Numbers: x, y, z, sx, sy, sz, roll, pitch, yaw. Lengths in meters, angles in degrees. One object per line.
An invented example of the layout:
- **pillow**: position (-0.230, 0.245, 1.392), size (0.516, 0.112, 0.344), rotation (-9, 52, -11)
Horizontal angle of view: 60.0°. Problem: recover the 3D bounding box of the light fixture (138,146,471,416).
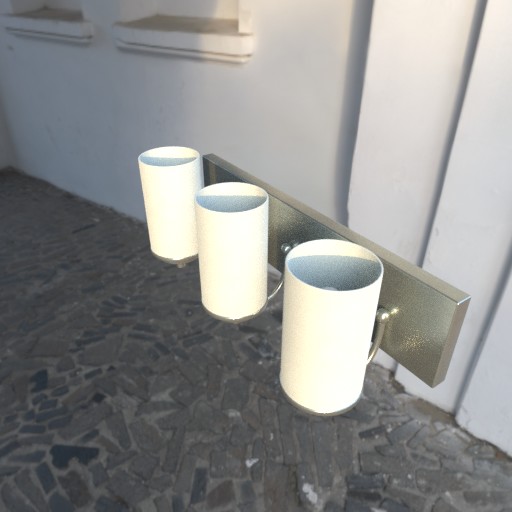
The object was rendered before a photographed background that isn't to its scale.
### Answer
- **light fixture**: position (0.000, 0.000, 0.533), size (0.145, 0.172, 0.451), rotation (-20, 37, -29)
